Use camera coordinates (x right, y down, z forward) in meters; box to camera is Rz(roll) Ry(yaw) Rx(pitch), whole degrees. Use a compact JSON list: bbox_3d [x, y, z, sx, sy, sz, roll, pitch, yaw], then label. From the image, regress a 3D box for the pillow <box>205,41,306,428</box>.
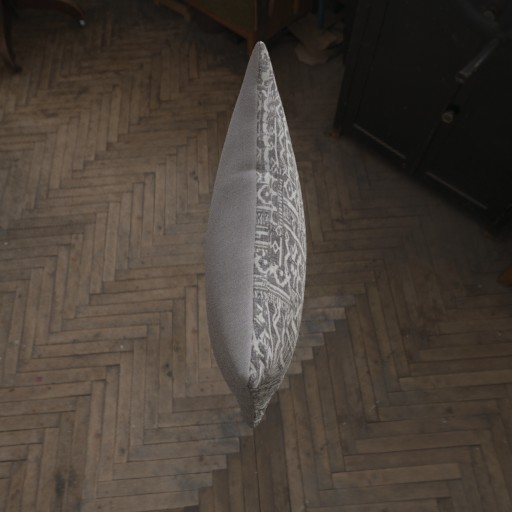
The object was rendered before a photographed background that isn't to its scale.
[{"bbox_3d":[0.000,0.000,0.803,0.180,0.487,0.546,1,64,1],"label":"pillow"}]
